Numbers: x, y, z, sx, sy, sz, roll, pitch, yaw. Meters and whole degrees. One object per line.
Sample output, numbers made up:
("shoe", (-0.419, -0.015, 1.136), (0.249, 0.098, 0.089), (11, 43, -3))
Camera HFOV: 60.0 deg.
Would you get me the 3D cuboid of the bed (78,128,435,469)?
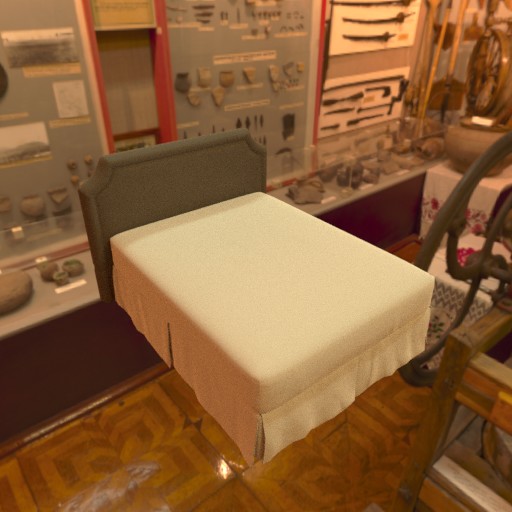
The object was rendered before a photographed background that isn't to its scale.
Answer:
("bed", (0.000, 0.000, 3.367), (1.831, 1.297, 2.181), (-22, 37, -32))
